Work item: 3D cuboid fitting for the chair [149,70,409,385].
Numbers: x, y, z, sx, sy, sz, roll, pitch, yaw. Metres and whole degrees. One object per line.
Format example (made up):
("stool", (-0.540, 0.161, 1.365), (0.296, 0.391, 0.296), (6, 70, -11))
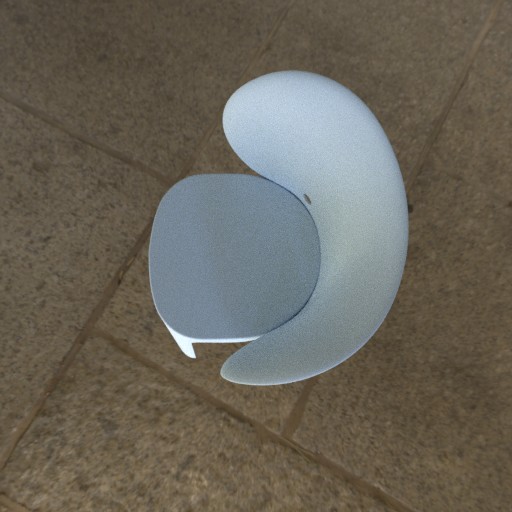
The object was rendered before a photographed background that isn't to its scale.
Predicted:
("chair", (0.000, 0.000, 0.850), (0.402, 0.554, 0.451), (-1, 77, 0))
